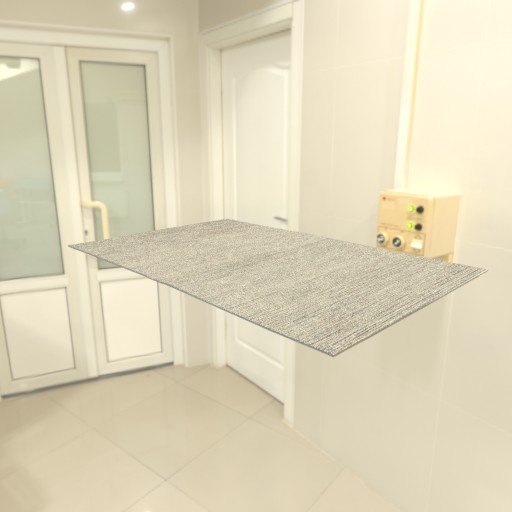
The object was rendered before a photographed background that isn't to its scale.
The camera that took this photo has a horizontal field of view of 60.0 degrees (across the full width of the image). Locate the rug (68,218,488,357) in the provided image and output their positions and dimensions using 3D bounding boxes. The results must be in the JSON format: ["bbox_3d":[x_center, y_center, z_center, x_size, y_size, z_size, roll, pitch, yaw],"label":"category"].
[{"bbox_3d":[0.000,0.000,2.216,1.162,0.022,1.804,-14,21,-42],"label":"rug"}]
